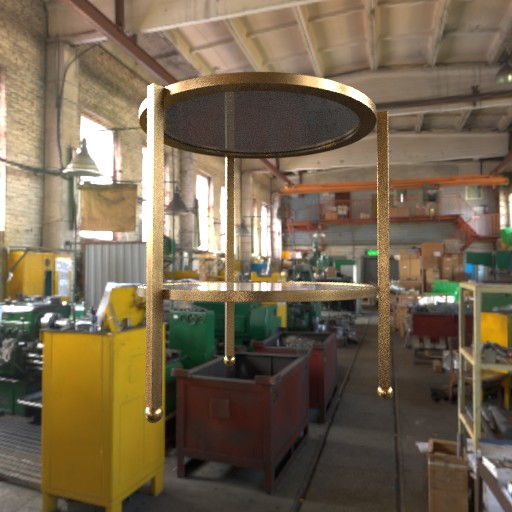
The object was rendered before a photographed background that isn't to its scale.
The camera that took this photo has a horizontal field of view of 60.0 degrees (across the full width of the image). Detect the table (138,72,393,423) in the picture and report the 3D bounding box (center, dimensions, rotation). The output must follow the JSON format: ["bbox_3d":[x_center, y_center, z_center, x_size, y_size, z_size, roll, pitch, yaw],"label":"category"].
[{"bbox_3d":[0.000,0.000,0.449,0.231,0.269,0.243,0,-2,-17],"label":"table"}]
